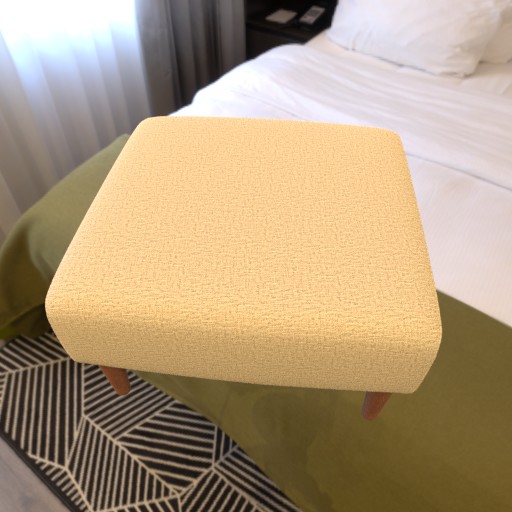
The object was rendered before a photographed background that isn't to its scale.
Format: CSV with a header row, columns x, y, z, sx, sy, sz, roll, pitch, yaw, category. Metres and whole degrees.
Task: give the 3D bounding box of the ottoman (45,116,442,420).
x,y,z,sx,sy,sz,roll,pitch,yaw,category
0.000,0.000,1.022,0.650,0.398,0.649,4,47,4,ottoman
